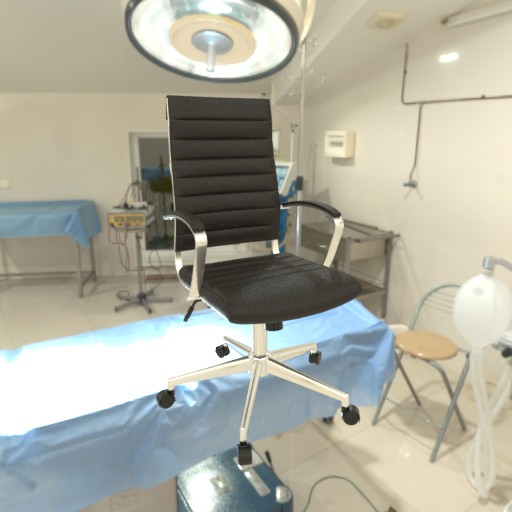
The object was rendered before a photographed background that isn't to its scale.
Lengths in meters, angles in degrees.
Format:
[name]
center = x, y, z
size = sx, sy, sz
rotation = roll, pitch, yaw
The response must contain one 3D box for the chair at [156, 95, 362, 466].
[chair]
center = 0.000, 0.000, 1.643
size = 0.766, 1.149, 0.739
rotation = -8, 18, -26
